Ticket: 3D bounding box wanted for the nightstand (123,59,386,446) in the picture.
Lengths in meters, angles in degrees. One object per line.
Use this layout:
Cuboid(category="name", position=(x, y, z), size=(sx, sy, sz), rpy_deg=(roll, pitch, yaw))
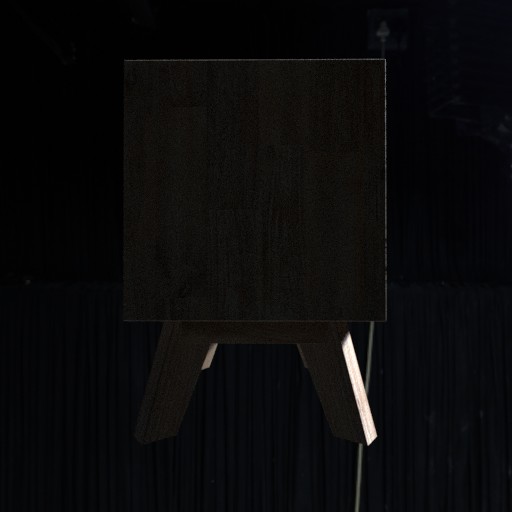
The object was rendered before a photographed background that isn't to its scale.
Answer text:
Cuboid(category="nightstand", position=(0.000, 0.000, 0.943), size=(0.396, 0.589, 0.552), rpy_deg=(0, -1, 1))
